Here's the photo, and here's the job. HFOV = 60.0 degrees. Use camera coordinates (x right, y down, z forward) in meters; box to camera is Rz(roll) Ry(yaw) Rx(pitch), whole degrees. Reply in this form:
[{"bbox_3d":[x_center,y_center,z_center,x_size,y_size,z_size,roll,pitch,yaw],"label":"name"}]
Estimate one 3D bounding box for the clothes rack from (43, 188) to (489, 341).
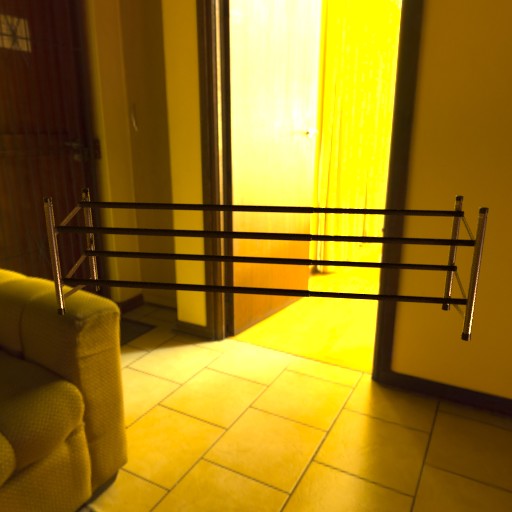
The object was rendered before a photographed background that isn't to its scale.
[{"bbox_3d":[0.000,0.000,1.296,1.168,0.349,0.229,2,16,8],"label":"clothes rack"}]
